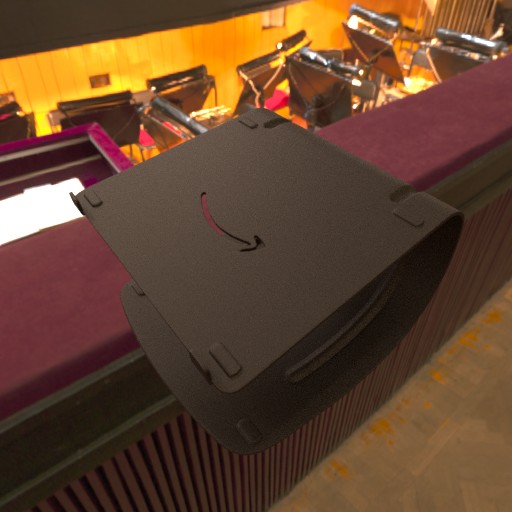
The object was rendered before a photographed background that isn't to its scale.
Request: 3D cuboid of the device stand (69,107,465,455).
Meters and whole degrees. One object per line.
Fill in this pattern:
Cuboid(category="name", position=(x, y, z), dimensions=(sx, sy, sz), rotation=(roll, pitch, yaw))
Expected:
Cuboid(category="device stand", position=(0.000, 0.000, 0.402), dimensions=(0.236, 0.155, 0.256), rotation=(-26, 47, -27))
